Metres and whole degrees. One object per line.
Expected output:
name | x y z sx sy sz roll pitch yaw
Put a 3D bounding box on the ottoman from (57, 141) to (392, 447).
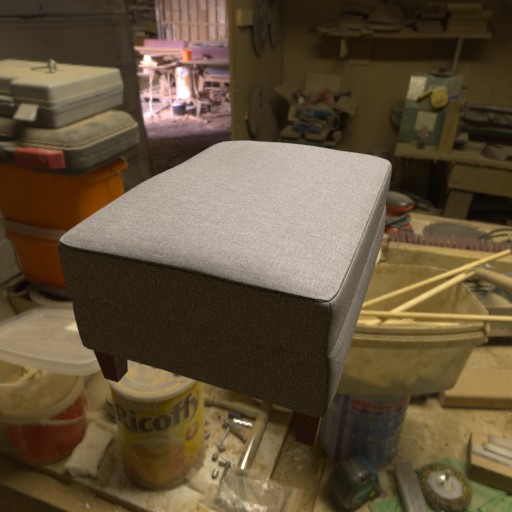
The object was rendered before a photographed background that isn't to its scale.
ottoman | 0.000 0.000 1.269 0.639 0.494 0.873 11 31 18
